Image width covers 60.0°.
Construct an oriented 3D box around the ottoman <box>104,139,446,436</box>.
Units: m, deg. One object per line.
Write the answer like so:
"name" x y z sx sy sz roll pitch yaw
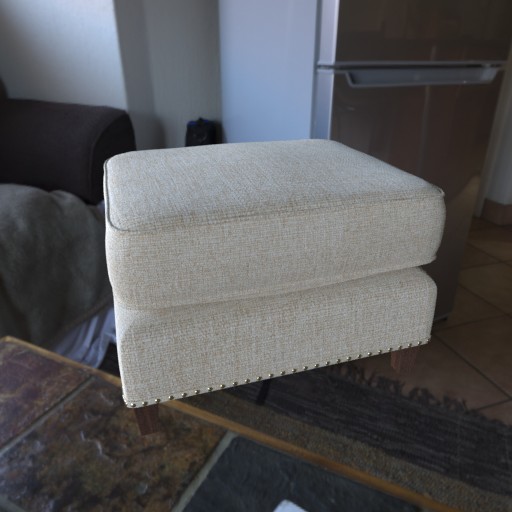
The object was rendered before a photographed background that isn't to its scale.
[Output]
"ottoman" 0.000 0.000 1.162 0.738 0.537 0.589 -8 27 -16
